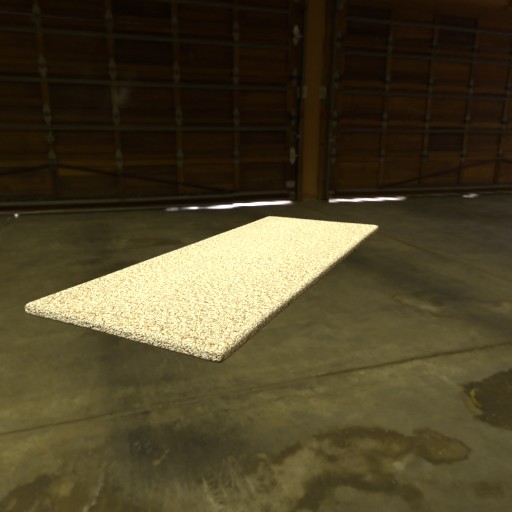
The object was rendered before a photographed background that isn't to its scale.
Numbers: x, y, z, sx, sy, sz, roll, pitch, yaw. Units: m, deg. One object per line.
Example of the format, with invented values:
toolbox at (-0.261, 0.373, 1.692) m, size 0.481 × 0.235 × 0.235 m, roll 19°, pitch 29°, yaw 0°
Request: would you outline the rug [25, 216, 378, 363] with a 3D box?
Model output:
rug at (0.000, 0.000, 1.693) m, size 0.609 × 0.030 × 1.524 m, roll 7°, pitch 17°, yaw 26°
